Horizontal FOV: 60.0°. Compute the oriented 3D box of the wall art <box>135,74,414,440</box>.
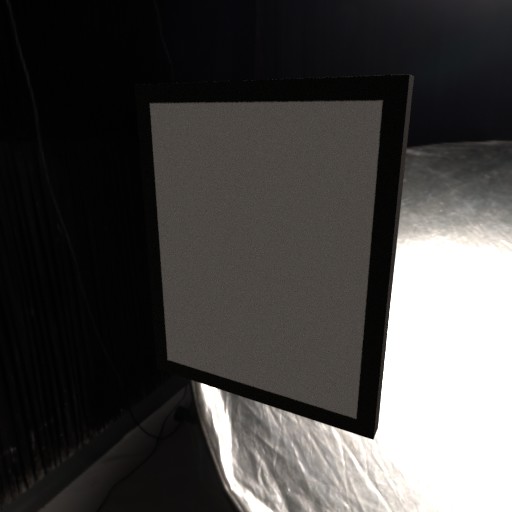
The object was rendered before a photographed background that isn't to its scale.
[{"bbox_3d":[0.000,0.000,0.549,0.329,0.404,0.024,9,20,27],"label":"wall art"}]
